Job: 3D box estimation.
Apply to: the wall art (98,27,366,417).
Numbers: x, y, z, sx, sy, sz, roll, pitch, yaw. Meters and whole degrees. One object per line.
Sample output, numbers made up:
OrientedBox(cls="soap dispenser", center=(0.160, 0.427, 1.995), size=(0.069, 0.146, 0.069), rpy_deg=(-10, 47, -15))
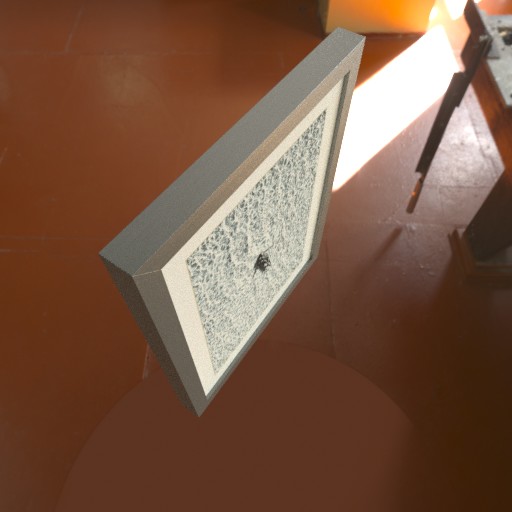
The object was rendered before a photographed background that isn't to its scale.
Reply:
OrientedBox(cls="wall art", center=(0.000, 0.000, 0.503), size=(0.030, 0.379, 0.308), rpy_deg=(31, 62, 18))
